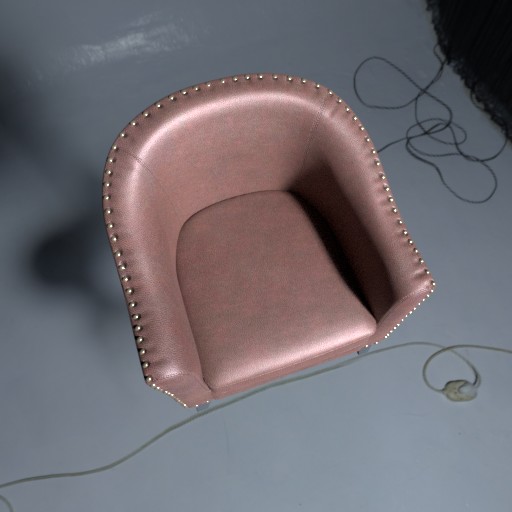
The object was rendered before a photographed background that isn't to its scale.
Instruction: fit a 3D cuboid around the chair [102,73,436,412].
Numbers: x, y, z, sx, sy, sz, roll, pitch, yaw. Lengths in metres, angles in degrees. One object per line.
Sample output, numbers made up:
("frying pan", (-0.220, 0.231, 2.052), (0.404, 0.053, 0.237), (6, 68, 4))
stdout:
("chair", (0.000, 0.000, 1.445), (0.794, 0.823, 0.748), (-17, 65, -8))
